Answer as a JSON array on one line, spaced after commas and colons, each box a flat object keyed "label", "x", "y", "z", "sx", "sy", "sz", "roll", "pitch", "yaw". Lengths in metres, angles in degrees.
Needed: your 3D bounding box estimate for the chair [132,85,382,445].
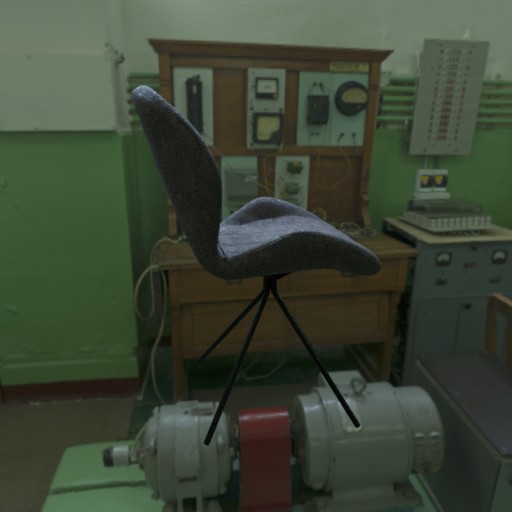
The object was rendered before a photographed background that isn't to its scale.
[{"label": "chair", "x": 0.000, "y": 0.000, "z": 1.310, "sx": 0.640, "sy": 0.934, "sz": 0.527, "roll": -3, "pitch": 17, "yaw": -9}]
